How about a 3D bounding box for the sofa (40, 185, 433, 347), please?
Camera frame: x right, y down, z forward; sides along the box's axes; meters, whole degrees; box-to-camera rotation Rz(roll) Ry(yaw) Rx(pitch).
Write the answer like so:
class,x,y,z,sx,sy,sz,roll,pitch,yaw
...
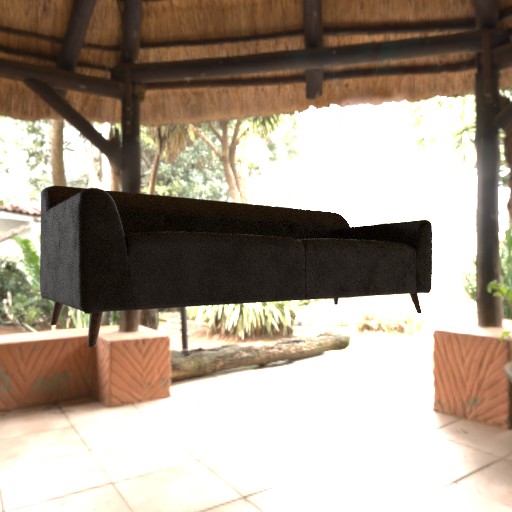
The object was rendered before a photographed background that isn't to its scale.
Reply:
class,x,y,z,sx,sy,sz,roll,pitch,yaw
sofa,0.000,0.000,2.612,2.190,0.740,0.900,1,-1,-35
